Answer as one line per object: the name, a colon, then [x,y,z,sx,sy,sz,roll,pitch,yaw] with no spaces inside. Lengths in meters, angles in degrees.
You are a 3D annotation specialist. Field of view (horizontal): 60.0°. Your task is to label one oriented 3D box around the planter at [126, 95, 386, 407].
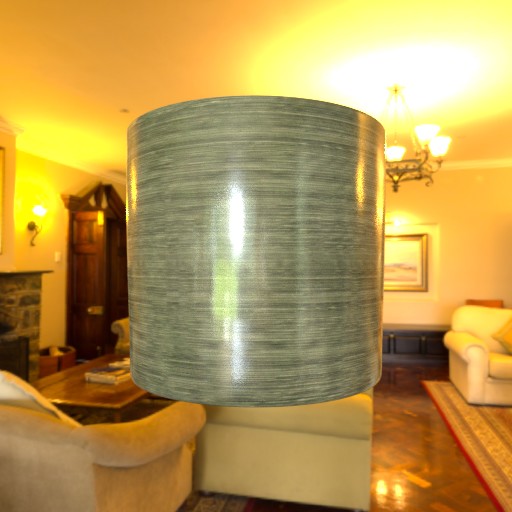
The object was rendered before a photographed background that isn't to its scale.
planter: [0.000,0.000,0.391,0.221,0.201,0.221,0,-1,0]
